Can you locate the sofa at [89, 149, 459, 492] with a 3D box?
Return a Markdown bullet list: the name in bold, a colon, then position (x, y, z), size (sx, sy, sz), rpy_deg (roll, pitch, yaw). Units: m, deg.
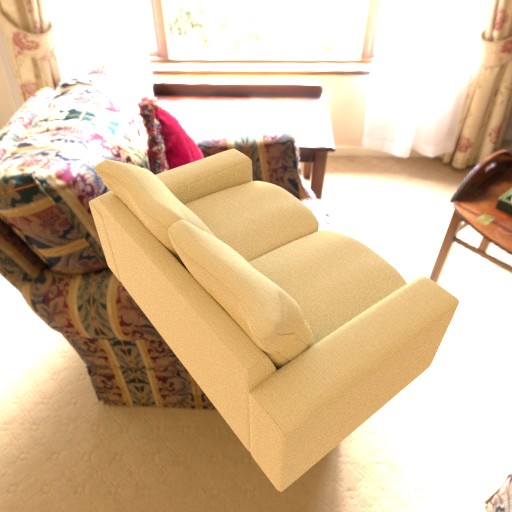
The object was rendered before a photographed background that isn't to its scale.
- **sofa**: position (0.000, 0.000, 2.332), size (1.091, 0.875, 1.754), rpy_deg (-27, 49, -27)
